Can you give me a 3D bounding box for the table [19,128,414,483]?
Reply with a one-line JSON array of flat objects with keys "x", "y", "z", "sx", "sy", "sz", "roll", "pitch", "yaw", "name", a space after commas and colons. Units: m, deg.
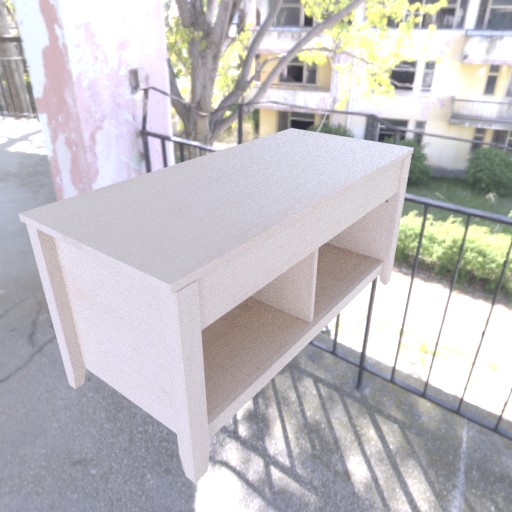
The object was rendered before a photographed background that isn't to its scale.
[{"x": 0.000, "y": 0.000, "z": 1.261, "sx": 0.457, "sy": 0.483, "sz": 1.016, "roll": 20, "pitch": 34, "yaw": 33, "name": "table"}]
